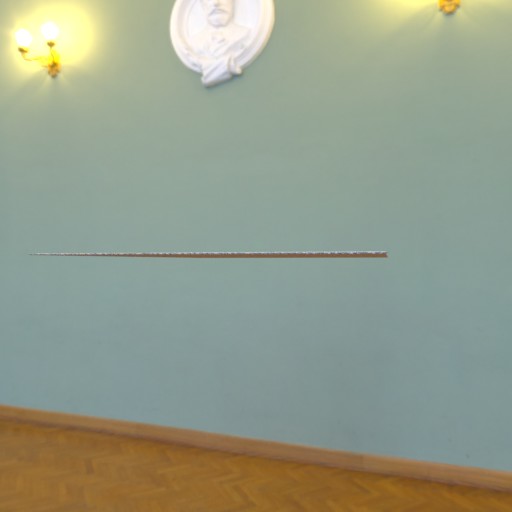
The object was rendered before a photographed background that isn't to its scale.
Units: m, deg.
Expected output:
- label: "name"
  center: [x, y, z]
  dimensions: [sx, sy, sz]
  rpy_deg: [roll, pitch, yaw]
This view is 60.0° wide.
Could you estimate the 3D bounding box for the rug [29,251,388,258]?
- label: "rug"
  center: [0.000, 0.000, 4.018]
  dimensions: [2.312, 0.013, 2.940]
  rpy_deg: [0, -1, 17]
